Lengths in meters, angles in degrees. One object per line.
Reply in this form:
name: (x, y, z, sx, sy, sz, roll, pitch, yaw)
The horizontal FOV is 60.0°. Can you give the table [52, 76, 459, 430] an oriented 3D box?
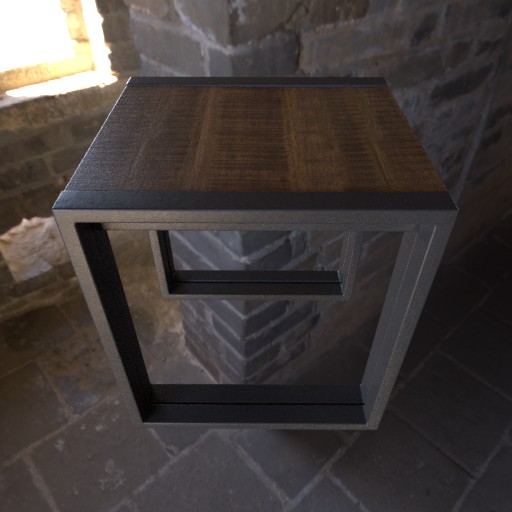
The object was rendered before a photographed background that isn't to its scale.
table: (0.000, 0.000, 0.890, 0.500, 0.550, 0.449, 0, 42, 0)
